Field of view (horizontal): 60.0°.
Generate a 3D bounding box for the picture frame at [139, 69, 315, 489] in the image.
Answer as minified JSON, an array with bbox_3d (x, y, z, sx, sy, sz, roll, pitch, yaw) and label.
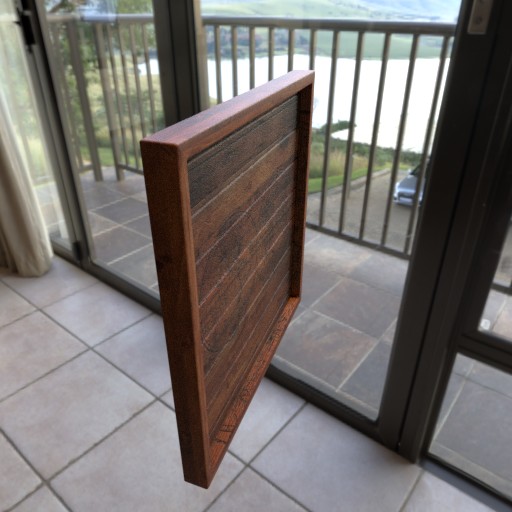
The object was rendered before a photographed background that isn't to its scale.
[{"bbox_3d":[0.000,0.000,0.510,0.028,0.356,0.352,11,32,18],"label":"picture frame"}]
